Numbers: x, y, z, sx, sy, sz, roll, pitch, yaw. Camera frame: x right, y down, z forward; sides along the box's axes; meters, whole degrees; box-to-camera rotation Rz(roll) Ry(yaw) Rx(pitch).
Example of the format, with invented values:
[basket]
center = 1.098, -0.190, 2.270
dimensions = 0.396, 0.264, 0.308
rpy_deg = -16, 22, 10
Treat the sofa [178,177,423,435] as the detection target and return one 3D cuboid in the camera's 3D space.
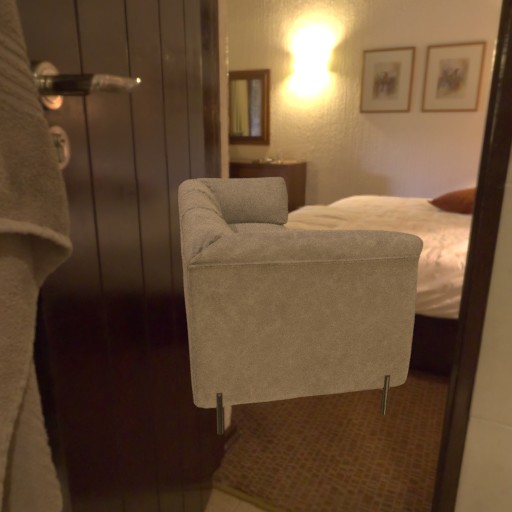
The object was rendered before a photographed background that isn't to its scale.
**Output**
[sofa]
center = 0.000, 0.000, 2.682
dimensions = 0.899, 0.758, 2.238
rpy_deg = -3, 16, -10
